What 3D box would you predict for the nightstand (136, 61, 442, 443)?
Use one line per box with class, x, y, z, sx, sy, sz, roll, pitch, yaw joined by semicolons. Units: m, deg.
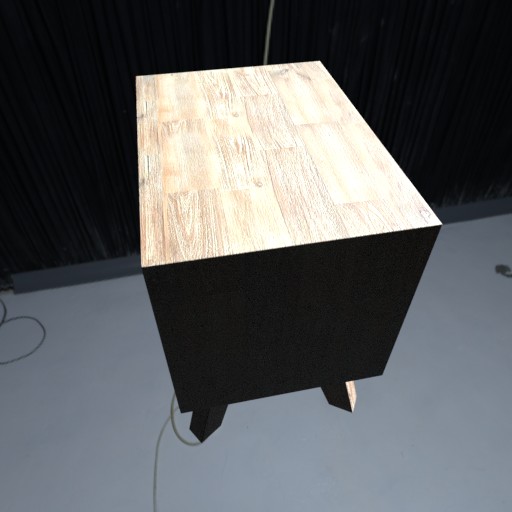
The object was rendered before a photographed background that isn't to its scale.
nightstand;0.000;0.000;0.963;0.396;0.589;0.552;-8;46;-8
